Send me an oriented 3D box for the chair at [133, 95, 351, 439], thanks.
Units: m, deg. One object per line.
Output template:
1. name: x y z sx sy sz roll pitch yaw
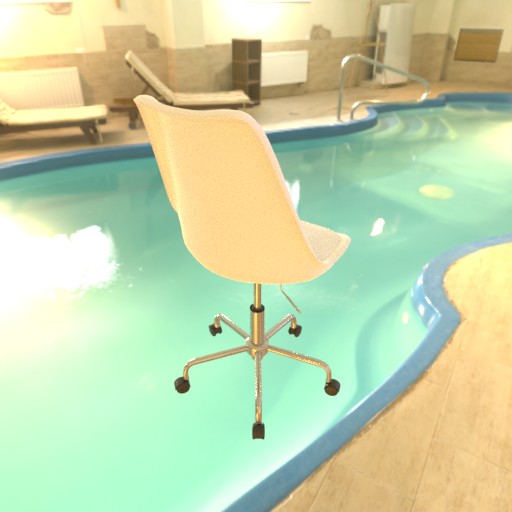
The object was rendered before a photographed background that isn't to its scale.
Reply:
1. chair: 0.000 0.000 1.281 0.550 0.930 0.550 21 36 31
